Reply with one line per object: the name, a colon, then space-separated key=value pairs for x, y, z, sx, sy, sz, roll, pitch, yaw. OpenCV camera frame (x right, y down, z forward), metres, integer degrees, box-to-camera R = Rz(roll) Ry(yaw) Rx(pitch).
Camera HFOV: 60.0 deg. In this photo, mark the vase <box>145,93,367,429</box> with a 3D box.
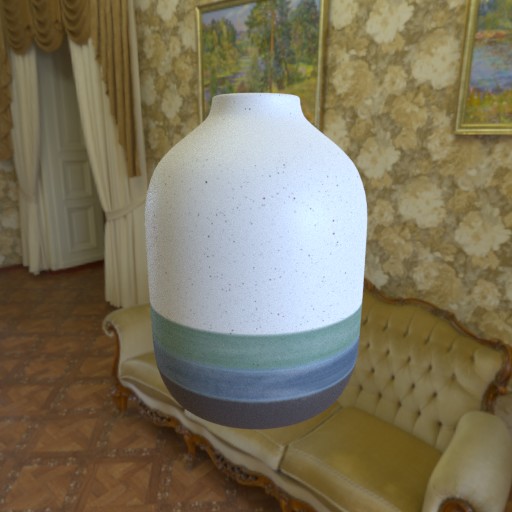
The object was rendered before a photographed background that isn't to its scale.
vase: x=0.000 y=0.000 z=0.354 sx=0.169 sy=0.240 sz=0.169 roll=0 pitch=15 yaw=0
